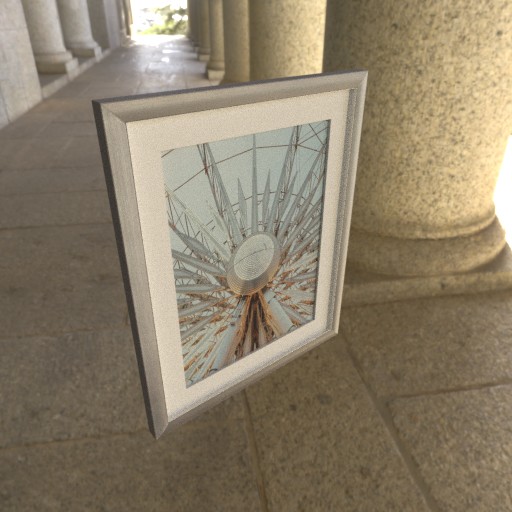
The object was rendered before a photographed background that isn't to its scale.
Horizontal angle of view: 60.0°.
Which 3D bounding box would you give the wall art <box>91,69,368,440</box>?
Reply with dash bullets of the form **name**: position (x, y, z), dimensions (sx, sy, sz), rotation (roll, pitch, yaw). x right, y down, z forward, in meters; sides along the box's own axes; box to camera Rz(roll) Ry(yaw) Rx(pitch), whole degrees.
- **wall art**: position (0.000, 0.000, 0.757), dimensions (0.458, 0.558, 0.029), rotation (-21, 36, -33)
